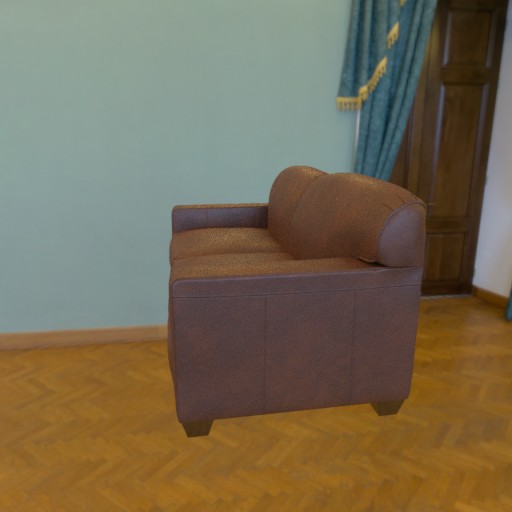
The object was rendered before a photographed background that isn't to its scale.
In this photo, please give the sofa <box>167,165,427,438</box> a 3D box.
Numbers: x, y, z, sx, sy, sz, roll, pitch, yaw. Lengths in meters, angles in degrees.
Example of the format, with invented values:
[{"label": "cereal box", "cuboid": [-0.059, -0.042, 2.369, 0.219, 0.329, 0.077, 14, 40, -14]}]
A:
[{"label": "sofa", "cuboid": [0.000, 0.000, 2.501, 1.000, 0.966, 1.856, -3, 15, -10]}]
